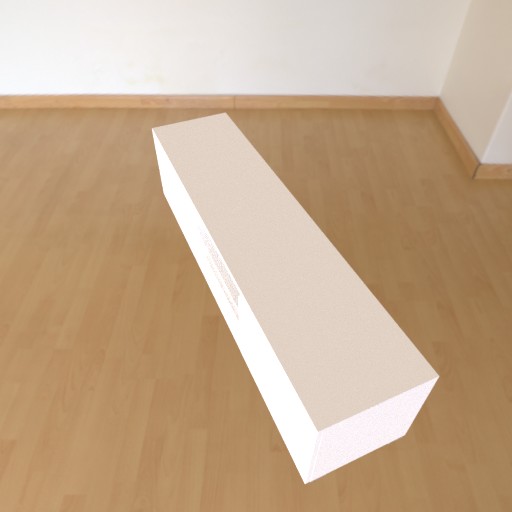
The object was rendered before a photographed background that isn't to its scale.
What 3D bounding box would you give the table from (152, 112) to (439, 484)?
[{"bbox_3d":[0.000,0.000,1.860,0.390,0.420,1.650,-18,48,-16],"label":"table"}]
